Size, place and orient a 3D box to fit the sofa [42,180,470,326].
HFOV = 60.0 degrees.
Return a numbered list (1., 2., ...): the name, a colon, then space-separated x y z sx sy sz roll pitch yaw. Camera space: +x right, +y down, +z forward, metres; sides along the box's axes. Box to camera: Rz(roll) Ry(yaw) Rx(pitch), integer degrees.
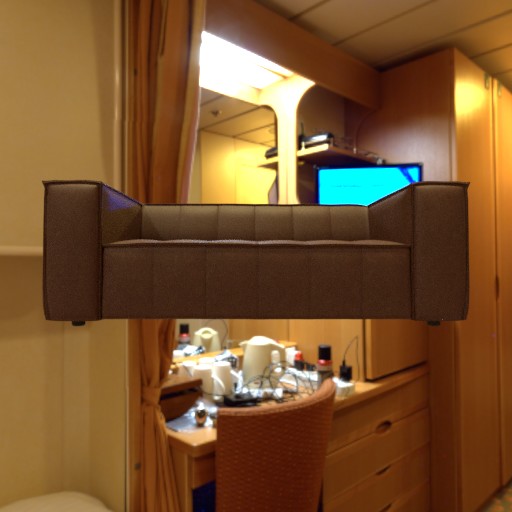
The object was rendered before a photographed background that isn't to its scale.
1. sofa: 0.000 0.000 2.610 2.088 0.703 1.102 0 -1 -1
